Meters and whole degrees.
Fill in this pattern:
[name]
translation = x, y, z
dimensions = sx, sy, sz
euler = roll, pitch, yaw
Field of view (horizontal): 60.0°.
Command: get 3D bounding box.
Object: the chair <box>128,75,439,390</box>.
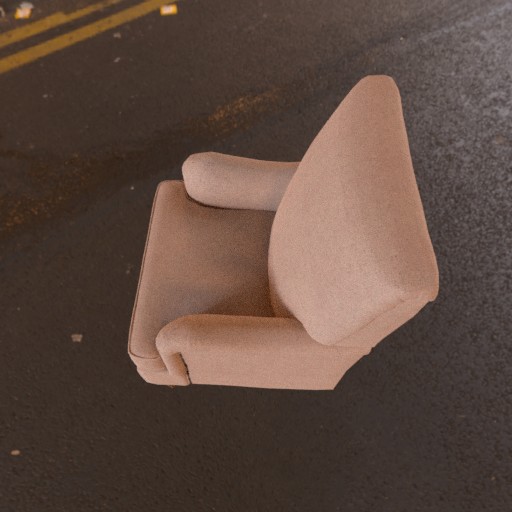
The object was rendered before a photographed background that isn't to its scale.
[chair]
translation = 0.000, 0.000, 1.769
dimensions = 0.953, 1.119, 0.879
euler = 1, 58, 1
